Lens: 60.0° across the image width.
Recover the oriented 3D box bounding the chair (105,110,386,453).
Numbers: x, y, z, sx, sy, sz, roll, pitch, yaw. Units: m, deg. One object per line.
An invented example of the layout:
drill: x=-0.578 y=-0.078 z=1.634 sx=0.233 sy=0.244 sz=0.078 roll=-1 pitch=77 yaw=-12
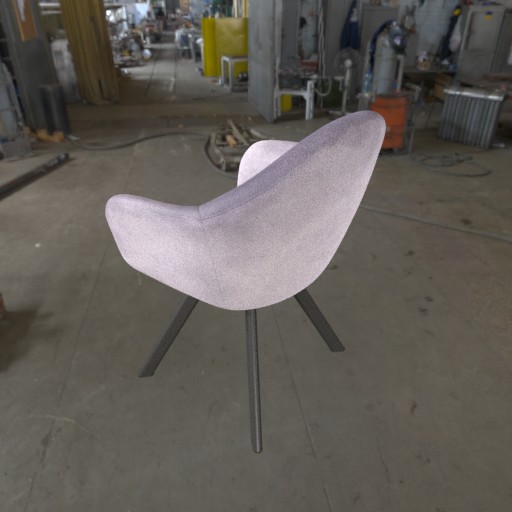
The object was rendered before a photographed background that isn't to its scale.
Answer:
chair: x=0.000 y=0.000 z=1.154 sx=0.540 sy=0.780 sz=0.570 roll=20 pitch=35 yaw=31
